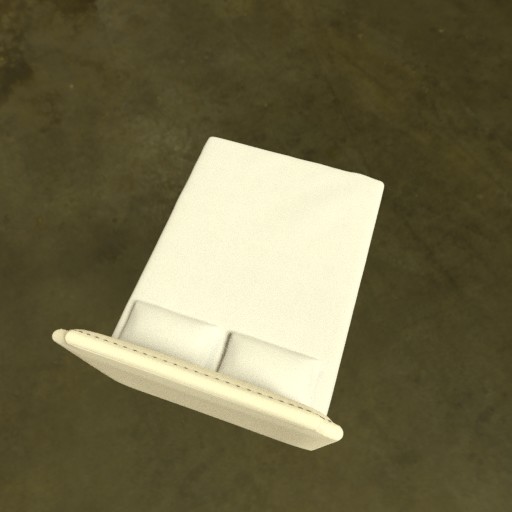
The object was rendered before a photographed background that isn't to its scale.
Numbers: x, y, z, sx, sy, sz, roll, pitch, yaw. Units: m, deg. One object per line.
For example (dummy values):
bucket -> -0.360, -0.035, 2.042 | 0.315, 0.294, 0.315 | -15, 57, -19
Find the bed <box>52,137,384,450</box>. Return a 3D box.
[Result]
bed -> 0.000, 0.000, 3.442 | 1.712, 1.497, 2.372 | 17, 65, 8
